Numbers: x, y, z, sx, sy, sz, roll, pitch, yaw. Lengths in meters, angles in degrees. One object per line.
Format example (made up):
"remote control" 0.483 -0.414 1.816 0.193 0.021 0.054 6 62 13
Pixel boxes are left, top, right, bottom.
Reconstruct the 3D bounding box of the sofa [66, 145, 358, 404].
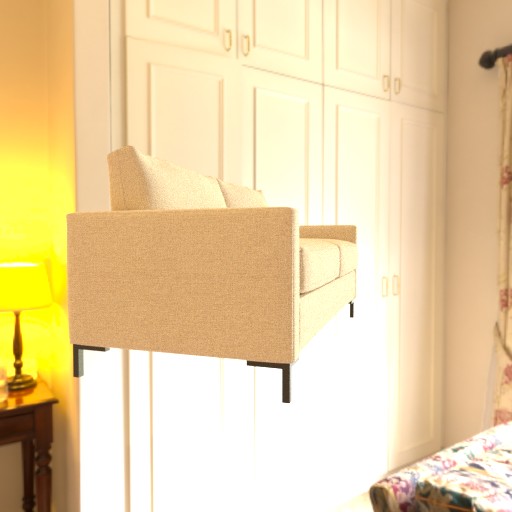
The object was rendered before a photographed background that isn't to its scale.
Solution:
"sofa" 0.000 0.000 2.155 0.839 0.812 1.651 1 2 19
